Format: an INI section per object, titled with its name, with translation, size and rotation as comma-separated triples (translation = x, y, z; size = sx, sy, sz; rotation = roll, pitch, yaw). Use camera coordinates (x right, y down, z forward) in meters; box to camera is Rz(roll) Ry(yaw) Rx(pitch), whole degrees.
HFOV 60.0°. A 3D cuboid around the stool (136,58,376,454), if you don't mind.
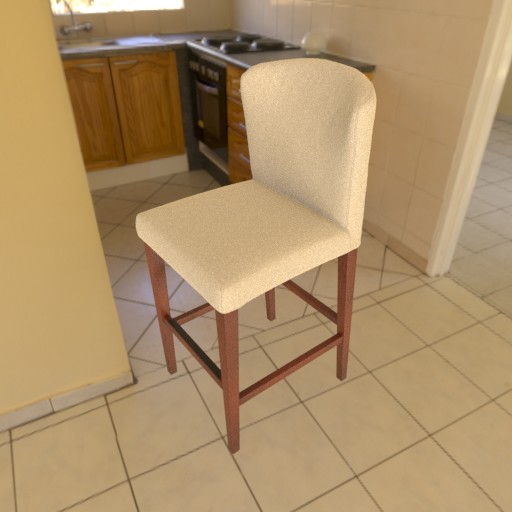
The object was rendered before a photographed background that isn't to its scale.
[stool]
translation = 0.000, 0.000, 1.376
size = 0.568, 1.069, 0.479
rotation = -23, 40, -30
